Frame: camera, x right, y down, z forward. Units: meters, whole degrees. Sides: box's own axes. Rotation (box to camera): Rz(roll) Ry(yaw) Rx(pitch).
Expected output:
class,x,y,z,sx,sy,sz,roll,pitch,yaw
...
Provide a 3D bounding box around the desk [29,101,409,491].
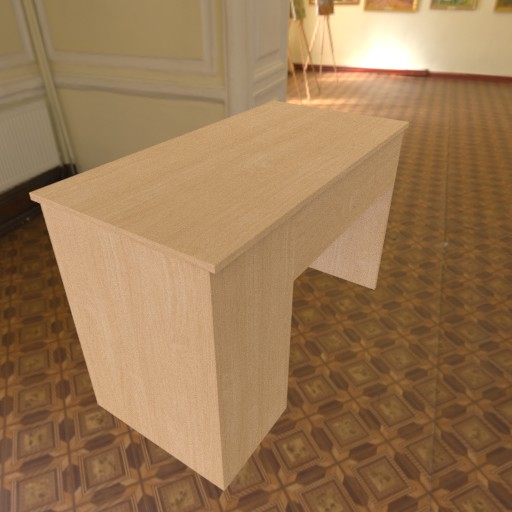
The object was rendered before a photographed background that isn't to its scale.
class,x,y,z,sx,sy,sz,roll,pitch,yaw
desk,0.000,0.000,1.500,0.560,0.735,1.097,20,37,28
